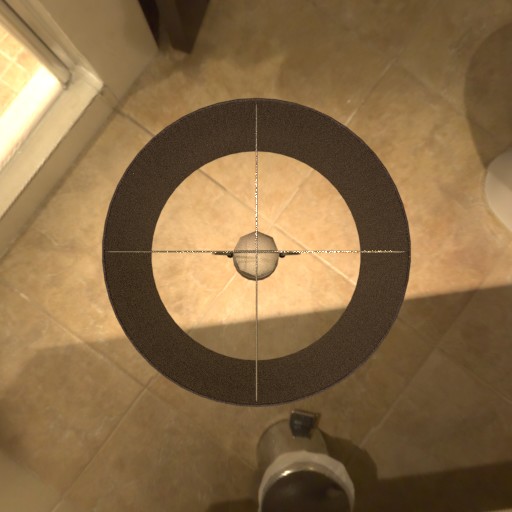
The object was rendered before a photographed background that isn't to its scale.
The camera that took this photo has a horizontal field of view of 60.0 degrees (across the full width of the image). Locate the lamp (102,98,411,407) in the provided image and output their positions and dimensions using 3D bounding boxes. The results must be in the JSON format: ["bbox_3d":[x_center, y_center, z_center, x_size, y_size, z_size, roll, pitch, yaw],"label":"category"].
[{"bbox_3d":[0.000,0.000,0.676,0.303,0.488,0.303,0,89,0],"label":"lamp"}]
